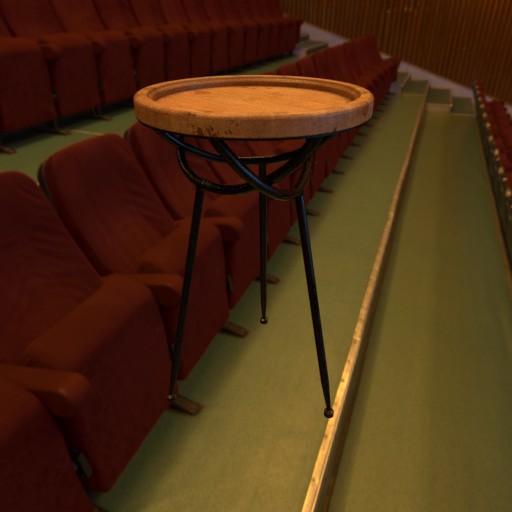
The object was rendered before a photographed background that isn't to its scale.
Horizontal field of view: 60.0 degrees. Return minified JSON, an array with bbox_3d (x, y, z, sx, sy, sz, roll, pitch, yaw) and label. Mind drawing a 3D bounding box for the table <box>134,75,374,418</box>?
[{"bbox_3d":[0.000,0.000,0.937,0.414,0.664,0.418,10,31,18],"label":"table"}]
